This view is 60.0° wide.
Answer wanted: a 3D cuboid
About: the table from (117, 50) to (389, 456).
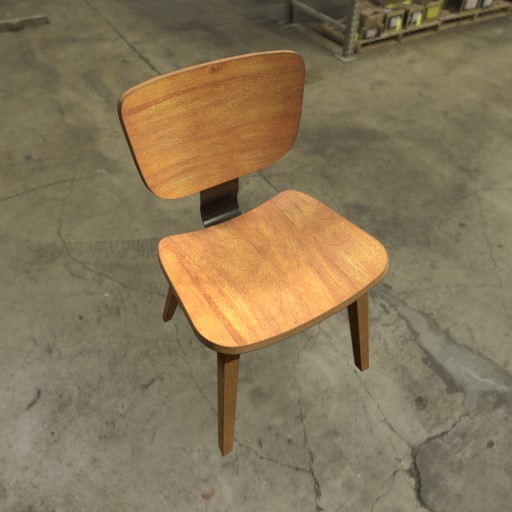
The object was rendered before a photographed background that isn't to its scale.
[{"bbox_3d":[0.000,0.000,1.097,0.499,0.805,0.500,-24,51,-21],"label":"table"}]
